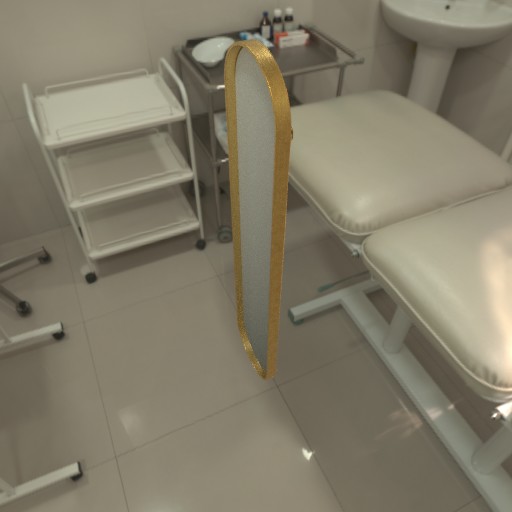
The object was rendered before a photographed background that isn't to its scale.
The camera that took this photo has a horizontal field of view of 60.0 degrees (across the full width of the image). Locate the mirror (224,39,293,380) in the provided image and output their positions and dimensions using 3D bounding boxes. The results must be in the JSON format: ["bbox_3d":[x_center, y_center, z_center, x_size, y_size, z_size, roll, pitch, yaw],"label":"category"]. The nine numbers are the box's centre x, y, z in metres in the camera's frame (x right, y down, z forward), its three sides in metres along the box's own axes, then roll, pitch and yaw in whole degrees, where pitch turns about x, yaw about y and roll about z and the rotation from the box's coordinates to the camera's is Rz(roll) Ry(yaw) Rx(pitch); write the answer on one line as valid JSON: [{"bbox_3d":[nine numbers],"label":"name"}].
[{"bbox_3d":[0.000,0.000,1.075,0.032,0.991,0.222,-19,49,-17],"label":"mirror"}]
